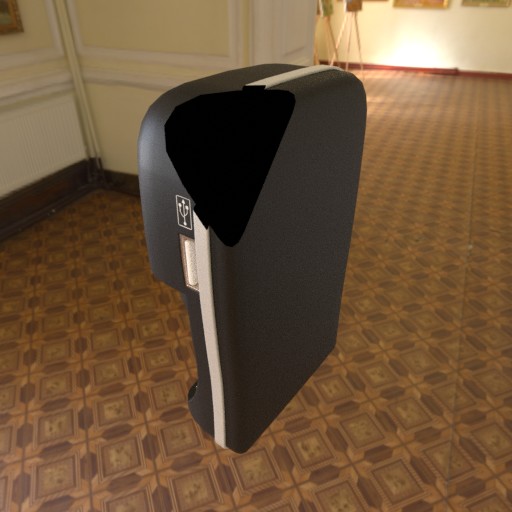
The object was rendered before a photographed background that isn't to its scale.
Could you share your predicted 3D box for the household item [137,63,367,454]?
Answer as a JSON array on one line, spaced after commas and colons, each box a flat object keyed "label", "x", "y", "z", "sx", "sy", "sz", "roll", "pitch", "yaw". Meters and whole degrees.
[{"label": "household item", "x": 0.000, "y": 0.000, "z": 0.145, "sx": 0.038, "sy": 0.114, "sz": 0.070, "roll": 22, "pitch": 39, "yaw": 30}]
